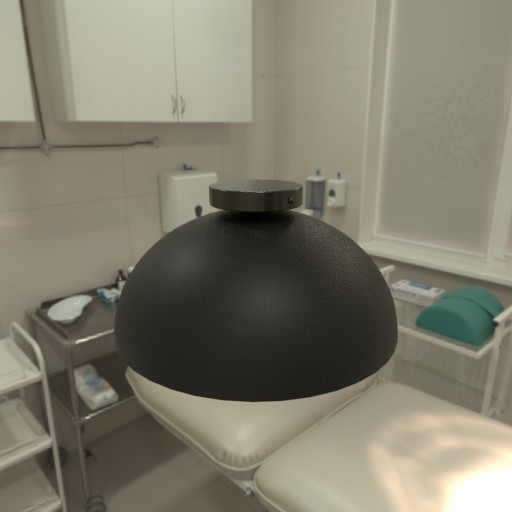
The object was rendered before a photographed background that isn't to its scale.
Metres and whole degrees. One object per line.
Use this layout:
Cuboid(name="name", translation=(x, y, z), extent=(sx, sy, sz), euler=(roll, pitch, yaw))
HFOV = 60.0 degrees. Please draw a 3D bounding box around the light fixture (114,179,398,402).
Cuboid(name="light fixture", translation=(0.000, 0.000, 0.555), extent=(0.355, 0.177, 0.355), euler=(0, 17, 0))
